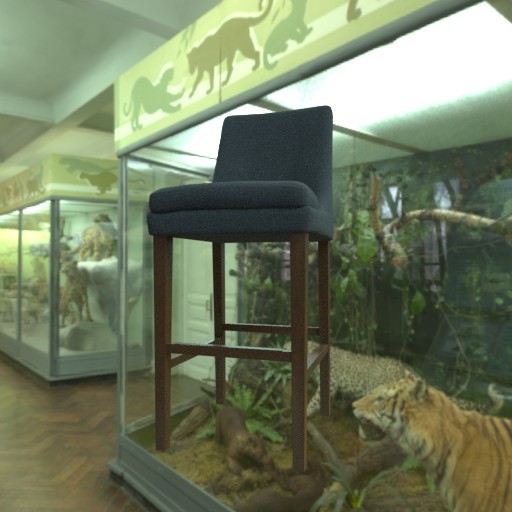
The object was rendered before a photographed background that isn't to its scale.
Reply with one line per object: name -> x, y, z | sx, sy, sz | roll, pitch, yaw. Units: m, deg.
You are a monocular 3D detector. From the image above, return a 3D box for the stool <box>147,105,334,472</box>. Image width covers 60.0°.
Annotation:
stool -> 0.000, 0.000, 1.409 | 0.470, 1.078, 0.577 | 0, -1, 18
